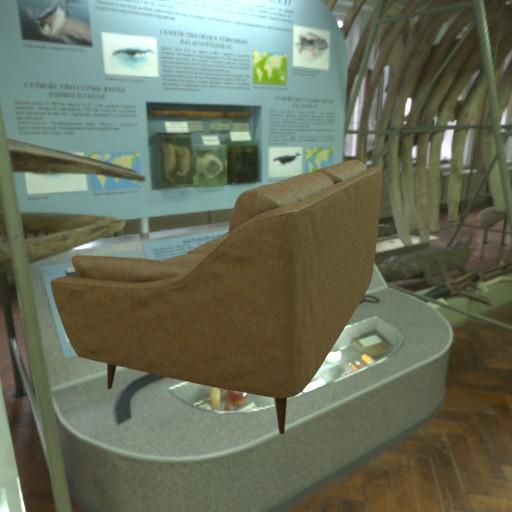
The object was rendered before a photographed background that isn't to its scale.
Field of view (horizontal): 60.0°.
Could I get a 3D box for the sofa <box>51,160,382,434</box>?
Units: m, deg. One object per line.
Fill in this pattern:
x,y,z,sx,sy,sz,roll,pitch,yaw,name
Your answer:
0.000,0.000,2.249,0.981,0.886,1.731,7,18,24,sofa
